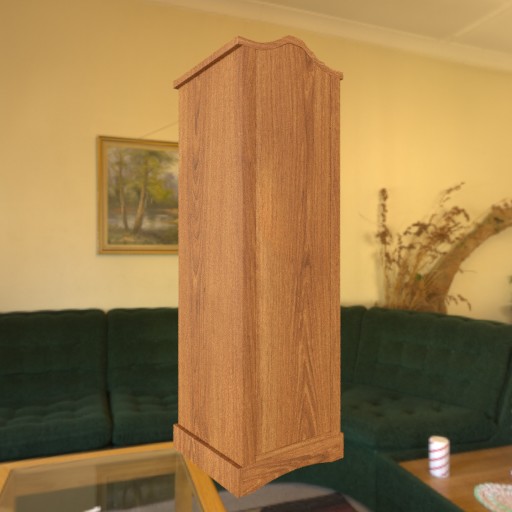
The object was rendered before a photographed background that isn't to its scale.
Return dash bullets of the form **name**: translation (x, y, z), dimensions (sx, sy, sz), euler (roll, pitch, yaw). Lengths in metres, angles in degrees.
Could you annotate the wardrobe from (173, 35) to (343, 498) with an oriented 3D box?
- **wardrobe**: translation (0.000, 0.000, 2.113), dimensions (0.590, 1.870, 0.570), euler (0, 0, -36)
